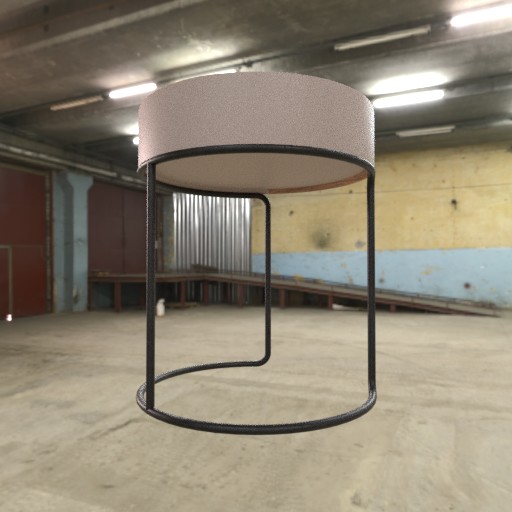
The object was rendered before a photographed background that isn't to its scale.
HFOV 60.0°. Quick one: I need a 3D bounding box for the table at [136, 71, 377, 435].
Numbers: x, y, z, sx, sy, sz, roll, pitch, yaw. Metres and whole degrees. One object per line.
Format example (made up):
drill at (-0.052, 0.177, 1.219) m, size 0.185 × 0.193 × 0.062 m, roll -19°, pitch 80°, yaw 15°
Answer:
table at (0.000, 0.000, 0.864) m, size 0.450 × 0.530 × 0.450 m, roll 0°, pitch -1°, yaw 0°
